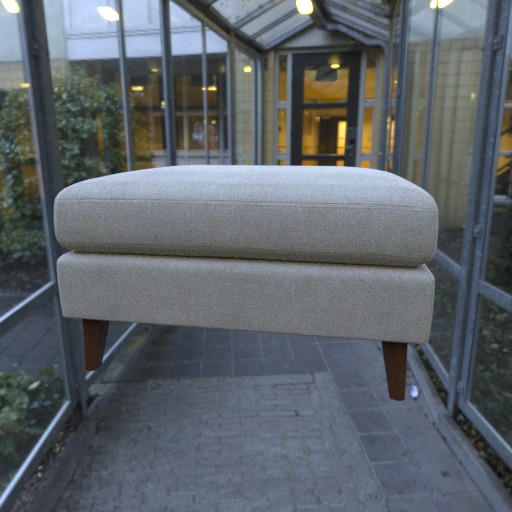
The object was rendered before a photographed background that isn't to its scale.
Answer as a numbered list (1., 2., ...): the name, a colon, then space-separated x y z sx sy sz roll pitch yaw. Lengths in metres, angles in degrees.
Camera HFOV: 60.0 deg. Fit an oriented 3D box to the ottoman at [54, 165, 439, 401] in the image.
1. ottoman: 0.000 0.000 1.221 0.823 0.478 0.610 3 14 10
